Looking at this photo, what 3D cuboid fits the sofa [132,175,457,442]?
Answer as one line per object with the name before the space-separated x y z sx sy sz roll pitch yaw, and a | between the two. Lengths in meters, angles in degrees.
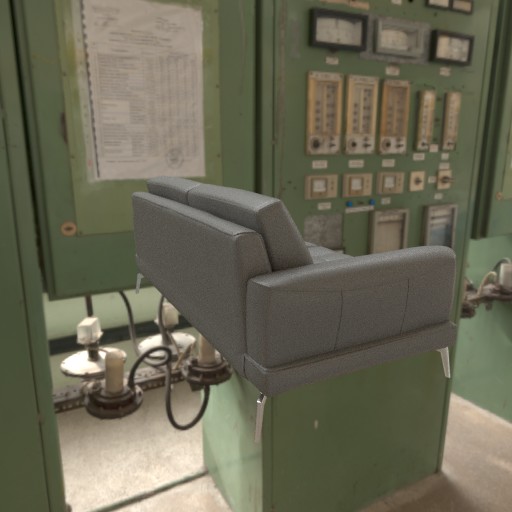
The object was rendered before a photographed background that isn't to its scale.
sofa | 0.000 0.000 2.768 1.121 0.930 2.177 -7 16 -27
